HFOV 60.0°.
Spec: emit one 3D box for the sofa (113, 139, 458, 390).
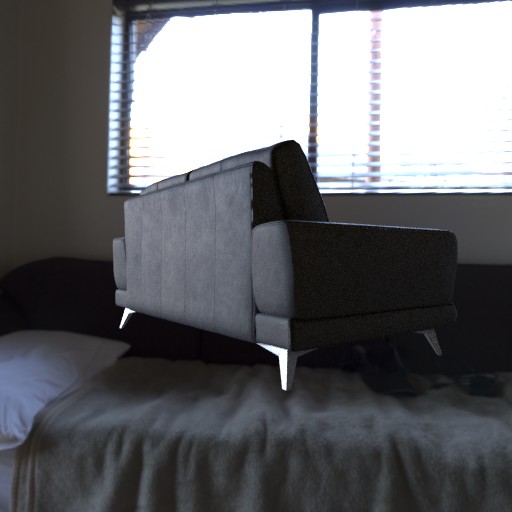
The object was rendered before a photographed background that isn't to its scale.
[{"bbox_3d":[0.000,0.000,2.419,1.018,0.907,1.806,0,0,-36],"label":"sofa"}]
